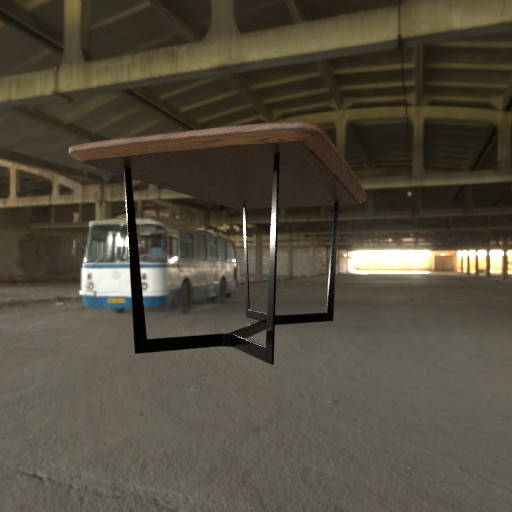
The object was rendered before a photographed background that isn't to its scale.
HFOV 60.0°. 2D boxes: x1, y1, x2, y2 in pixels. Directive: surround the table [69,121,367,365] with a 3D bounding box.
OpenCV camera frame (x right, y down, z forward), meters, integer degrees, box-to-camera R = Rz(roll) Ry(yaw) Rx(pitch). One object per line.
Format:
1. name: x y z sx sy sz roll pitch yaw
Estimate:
1. table: 0.000 0.000 2.186 0.949 0.765 1.643 0 -1 19
